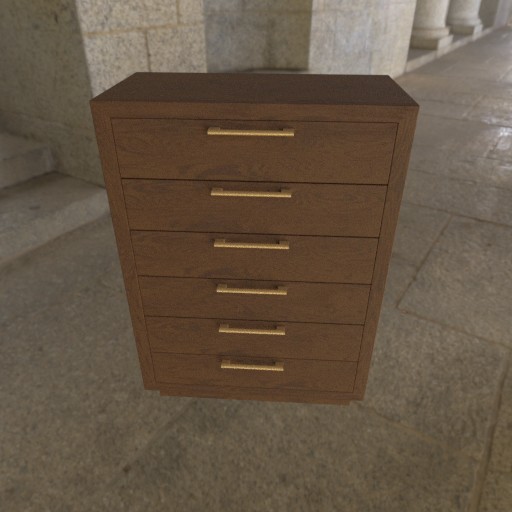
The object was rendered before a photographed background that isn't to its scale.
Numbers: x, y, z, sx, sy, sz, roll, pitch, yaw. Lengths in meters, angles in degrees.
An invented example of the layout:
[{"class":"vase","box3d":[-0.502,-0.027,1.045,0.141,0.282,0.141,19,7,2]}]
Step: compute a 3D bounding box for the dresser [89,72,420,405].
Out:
[{"class":"dresser","box3d":[0.000,0.000,1.822,0.964,1.320,0.516,2,32,3]}]
